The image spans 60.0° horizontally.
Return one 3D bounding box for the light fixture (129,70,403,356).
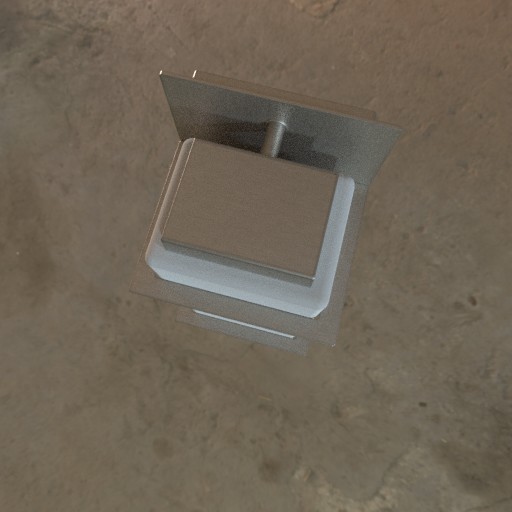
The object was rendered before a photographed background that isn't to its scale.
[{"bbox_3d":[0.000,0.000,0.464,0.168,0.380,0.160,14,76,4],"label":"light fixture"}]
